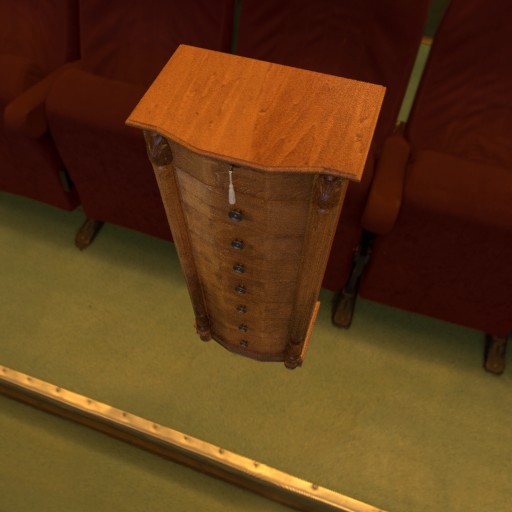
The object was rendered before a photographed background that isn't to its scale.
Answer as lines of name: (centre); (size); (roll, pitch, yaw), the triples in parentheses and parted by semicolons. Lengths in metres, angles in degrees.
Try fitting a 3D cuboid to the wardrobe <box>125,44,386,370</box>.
wardrobe: (0.000, 0.000, 1.171); (0.406, 0.959, 0.273); (16, 60, 10)
